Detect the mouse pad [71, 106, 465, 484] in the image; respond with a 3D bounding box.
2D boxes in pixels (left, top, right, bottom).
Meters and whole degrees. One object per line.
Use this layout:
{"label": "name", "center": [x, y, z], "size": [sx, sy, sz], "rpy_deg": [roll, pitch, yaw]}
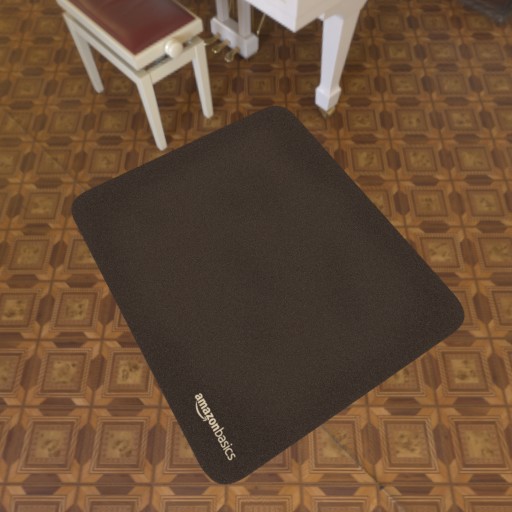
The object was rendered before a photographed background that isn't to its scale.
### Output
{"label": "mouse pad", "center": [0.000, 0.000, 0.337], "size": [0.211, 0.002, 0.249], "rpy_deg": [-29, 67, -14]}
